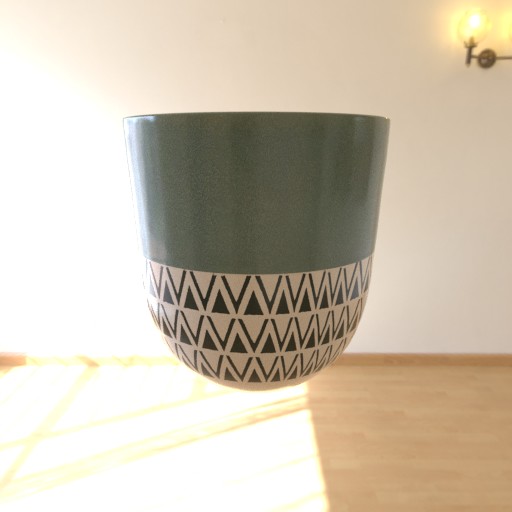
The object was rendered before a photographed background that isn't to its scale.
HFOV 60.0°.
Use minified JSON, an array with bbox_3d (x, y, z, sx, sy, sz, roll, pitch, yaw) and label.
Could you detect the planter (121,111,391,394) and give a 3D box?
[{"bbox_3d":[0.000,0.000,0.366,0.198,0.214,0.198,0,14,0],"label":"planter"}]
